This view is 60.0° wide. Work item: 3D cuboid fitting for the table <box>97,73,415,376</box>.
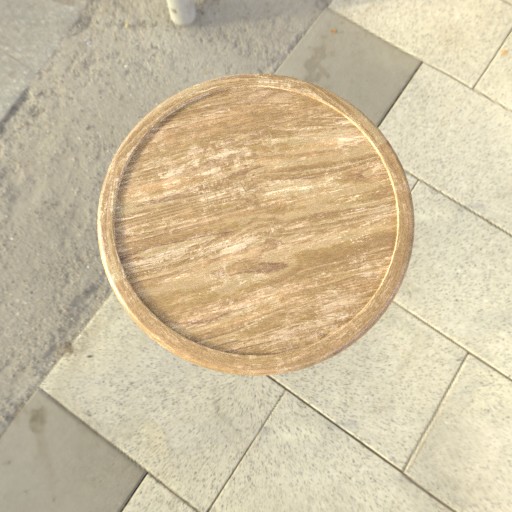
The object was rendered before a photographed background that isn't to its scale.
[{"bbox_3d":[0.000,0.000,0.795,0.407,0.482,0.407,0,76,0],"label":"table"}]
